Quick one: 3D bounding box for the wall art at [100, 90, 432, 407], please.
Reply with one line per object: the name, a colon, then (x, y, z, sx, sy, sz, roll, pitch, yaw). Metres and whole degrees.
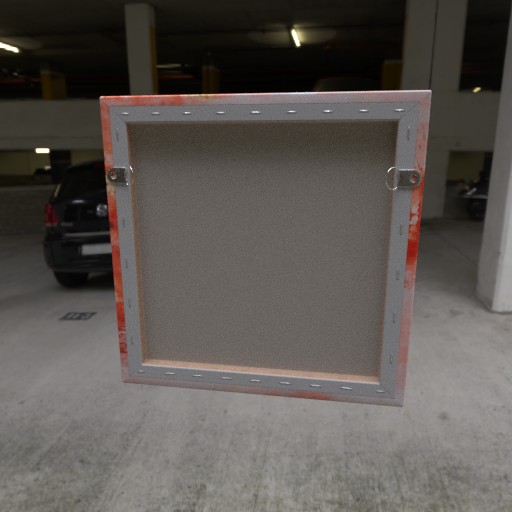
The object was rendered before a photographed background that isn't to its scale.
wall art: (0.000, 0.000, 1.077, 0.747, 0.746, 0.064, 2, 14, 9)
